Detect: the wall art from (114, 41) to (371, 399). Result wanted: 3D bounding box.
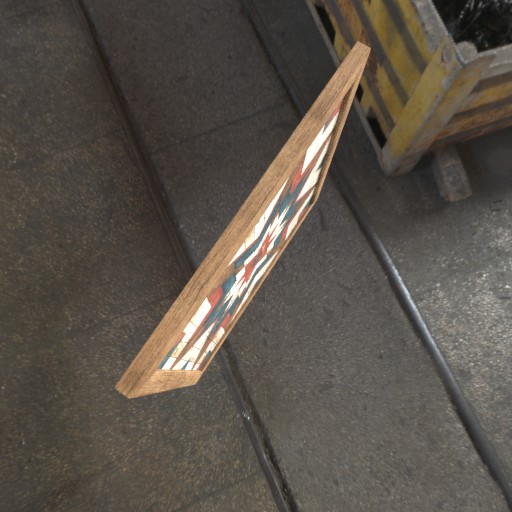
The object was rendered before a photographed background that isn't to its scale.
[{"bbox_3d":[0.000,0.000,1.034,0.029,0.691,0.695,32,78,8],"label":"wall art"}]
